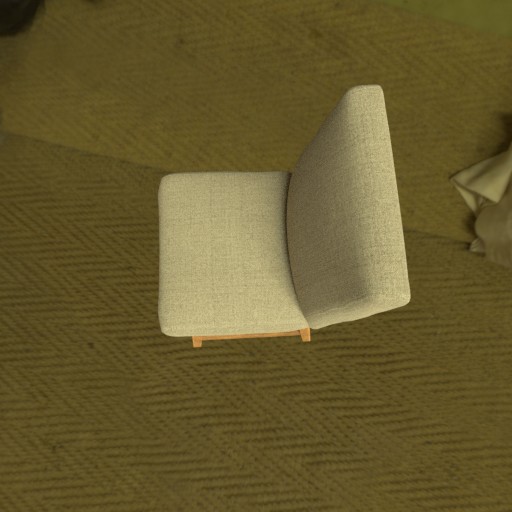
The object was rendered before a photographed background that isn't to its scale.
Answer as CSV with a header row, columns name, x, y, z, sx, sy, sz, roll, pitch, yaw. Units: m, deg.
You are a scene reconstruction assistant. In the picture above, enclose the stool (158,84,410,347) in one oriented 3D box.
name,x,y,z,sx,sy,sz,roll,pitch,yaw
stool,0.000,0.000,1.285,0.526,1.010,0.459,-3,76,-1
